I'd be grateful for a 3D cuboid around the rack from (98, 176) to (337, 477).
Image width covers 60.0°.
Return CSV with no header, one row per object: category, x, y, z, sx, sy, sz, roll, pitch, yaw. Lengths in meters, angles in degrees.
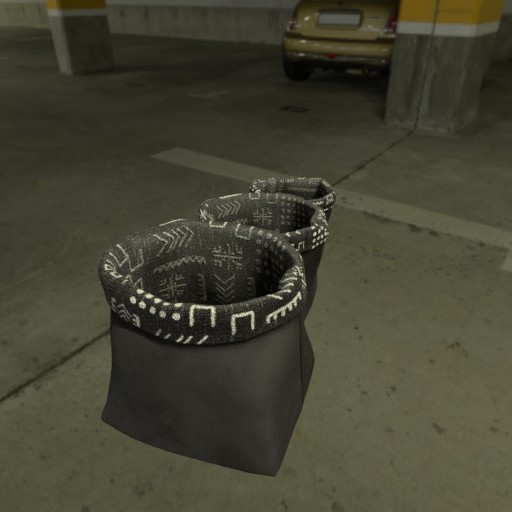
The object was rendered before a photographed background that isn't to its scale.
rack,0.000,0.000,1.075,0.379,0.323,0.905,9,32,15
